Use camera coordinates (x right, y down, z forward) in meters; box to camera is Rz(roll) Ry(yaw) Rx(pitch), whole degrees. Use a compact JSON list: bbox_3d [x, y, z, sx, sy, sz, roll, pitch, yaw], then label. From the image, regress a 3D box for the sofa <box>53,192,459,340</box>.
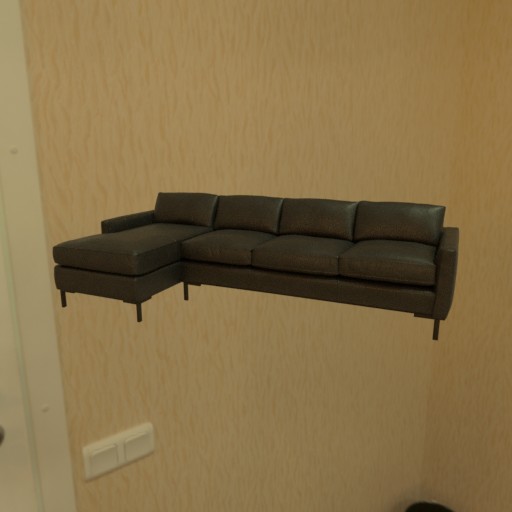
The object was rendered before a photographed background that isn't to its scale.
[{"bbox_3d":[0.000,0.000,3.615,2.993,0.859,1.471,6,15,24],"label":"sofa"}]
